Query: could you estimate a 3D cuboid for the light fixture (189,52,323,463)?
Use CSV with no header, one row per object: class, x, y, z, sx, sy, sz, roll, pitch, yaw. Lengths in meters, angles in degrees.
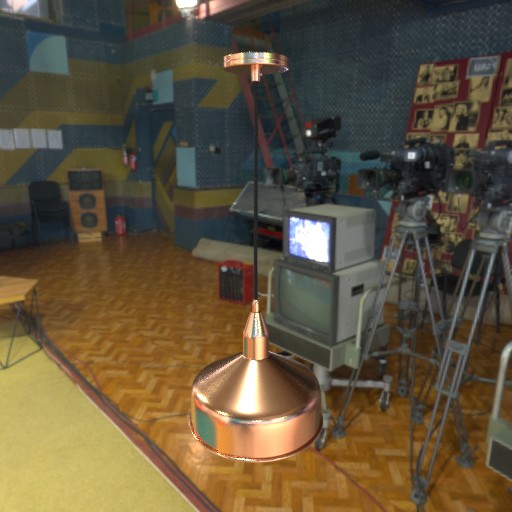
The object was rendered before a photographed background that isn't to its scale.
light fixture,0.000,0.000,0.913,0.301,0.754,0.301,2,14,9
